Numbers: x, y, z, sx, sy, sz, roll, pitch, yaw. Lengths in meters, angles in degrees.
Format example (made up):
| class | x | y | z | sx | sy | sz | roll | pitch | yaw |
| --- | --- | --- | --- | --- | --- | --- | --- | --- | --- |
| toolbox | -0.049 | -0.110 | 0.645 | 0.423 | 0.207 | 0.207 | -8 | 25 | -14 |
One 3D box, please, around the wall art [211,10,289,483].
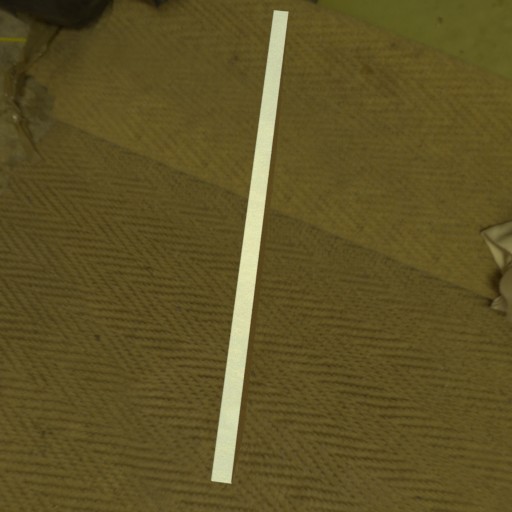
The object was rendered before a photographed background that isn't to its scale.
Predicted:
| class | x | y | z | sx | sy | sz | roll | pitch | yaw |
| --- | --- | --- | --- | --- | --- | --- | --- | --- | --- |
| wall art | 0.000 | 0.000 | 1.387 | 0.041 | 0.762 | 1.145 | 7 | 74 | 2 |
